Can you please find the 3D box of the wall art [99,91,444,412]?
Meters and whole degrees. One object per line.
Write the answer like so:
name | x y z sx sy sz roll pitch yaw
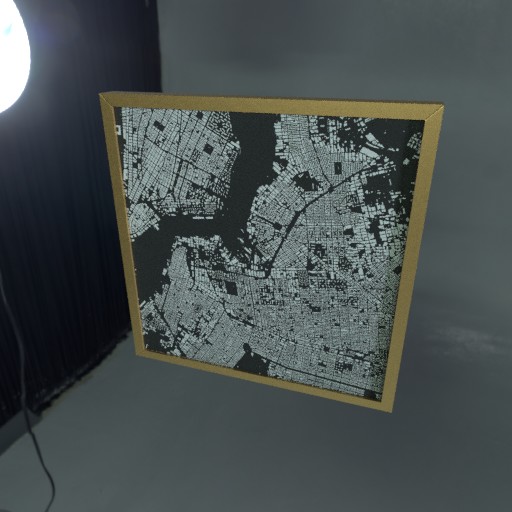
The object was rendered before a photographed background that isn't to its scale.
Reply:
wall art | 0.000 0.000 1.894 1.284 1.284 0.095 8 26 17
